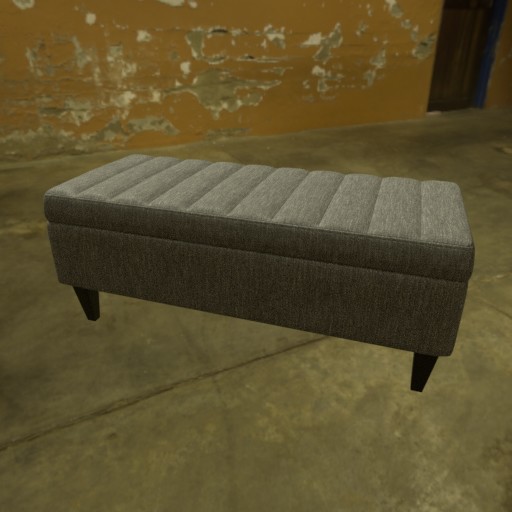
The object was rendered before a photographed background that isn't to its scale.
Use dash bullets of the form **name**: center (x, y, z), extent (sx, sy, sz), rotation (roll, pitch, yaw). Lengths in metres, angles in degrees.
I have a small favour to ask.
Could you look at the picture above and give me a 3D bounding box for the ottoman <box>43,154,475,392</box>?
- **ottoman**: center (0.000, 0.000, 1.383), extent (1.151, 0.469, 0.482), rotation (9, 28, 17)
